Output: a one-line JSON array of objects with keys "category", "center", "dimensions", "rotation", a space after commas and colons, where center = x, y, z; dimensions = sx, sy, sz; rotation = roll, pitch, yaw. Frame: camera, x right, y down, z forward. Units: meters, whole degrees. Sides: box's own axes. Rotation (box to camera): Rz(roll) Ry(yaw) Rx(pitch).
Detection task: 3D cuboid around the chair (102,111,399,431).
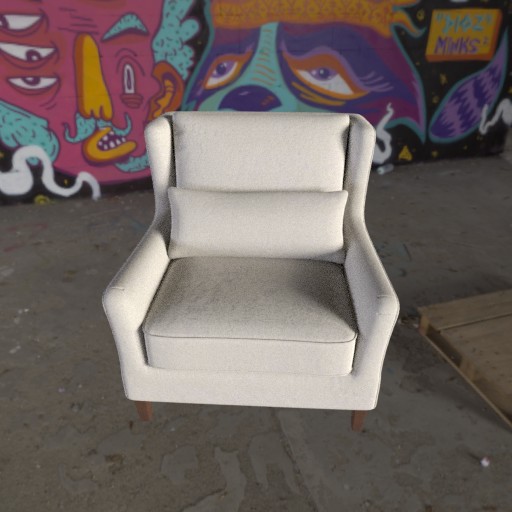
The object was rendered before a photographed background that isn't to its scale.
[{"category": "chair", "center": [0.000, 0.000, 1.900], "dimensions": [0.982, 1.056, 1.040], "rotation": [2, 30, 3]}]
